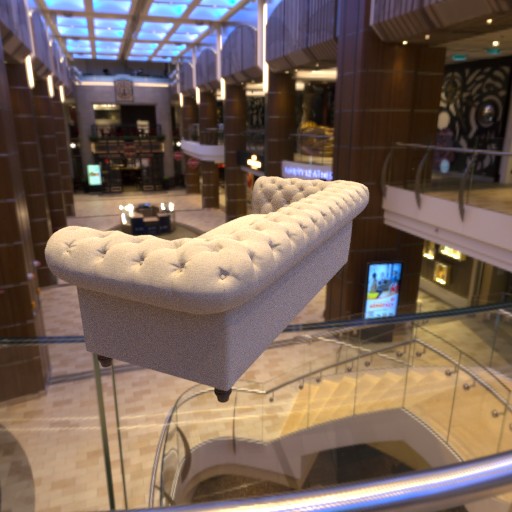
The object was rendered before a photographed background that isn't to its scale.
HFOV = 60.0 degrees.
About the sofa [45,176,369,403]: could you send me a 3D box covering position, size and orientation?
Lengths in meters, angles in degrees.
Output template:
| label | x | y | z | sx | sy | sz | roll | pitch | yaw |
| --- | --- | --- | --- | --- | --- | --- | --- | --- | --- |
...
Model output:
| label | x | y | z | sx | sy | sz | roll | pitch | yaw |
| --- | --- | --- | --- | --- | --- | --- | --- | --- | --- |
| sofa | 0.000 | 0.000 | 3.135 | 1.076 | 0.847 | 2.694 | 8 | 19 | 24 |
